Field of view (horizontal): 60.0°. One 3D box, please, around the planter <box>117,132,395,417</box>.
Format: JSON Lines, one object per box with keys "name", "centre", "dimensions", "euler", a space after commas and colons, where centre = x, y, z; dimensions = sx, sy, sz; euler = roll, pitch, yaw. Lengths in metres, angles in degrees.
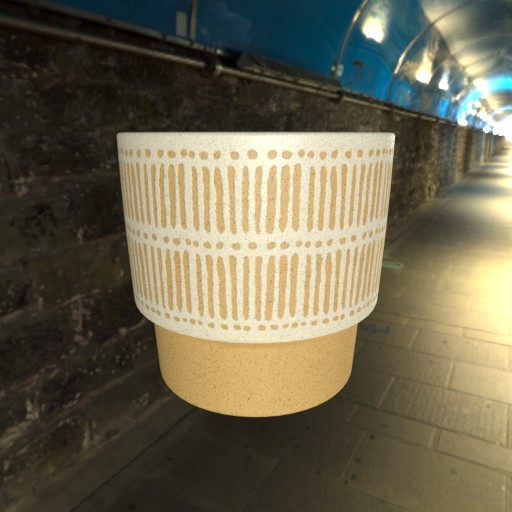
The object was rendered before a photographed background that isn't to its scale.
{"name": "planter", "centre": [0.000, 0.000, 0.565], "dimensions": [0.317, 0.303, 0.317], "euler": [0, 15, 0]}
